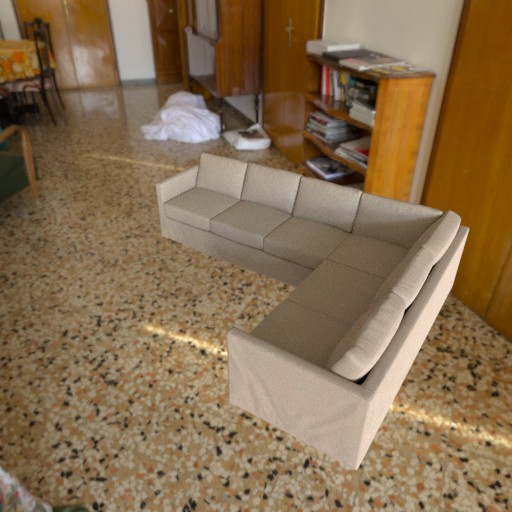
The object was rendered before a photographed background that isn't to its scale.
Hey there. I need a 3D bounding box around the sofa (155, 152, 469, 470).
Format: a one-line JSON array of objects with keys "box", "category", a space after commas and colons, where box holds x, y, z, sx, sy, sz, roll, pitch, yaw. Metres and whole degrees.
[{"box": [0.000, 0.000, 4.161, 3.182, 0.871, 2.432, 20, 38, 29], "category": "sofa"}]
